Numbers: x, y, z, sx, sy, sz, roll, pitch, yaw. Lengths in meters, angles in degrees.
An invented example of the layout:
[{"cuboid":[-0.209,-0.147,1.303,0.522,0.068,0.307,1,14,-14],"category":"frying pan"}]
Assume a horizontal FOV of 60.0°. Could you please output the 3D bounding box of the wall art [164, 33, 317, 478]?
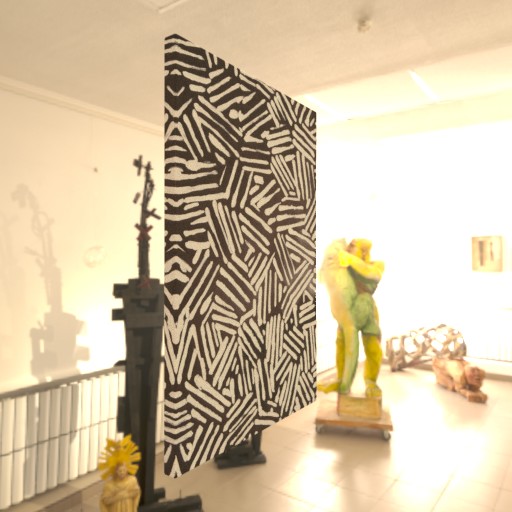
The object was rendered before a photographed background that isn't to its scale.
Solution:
[{"cuboid":[0.000,0.000,1.170,0.035,0.918,0.615,0,0,36],"category":"wall art"}]
